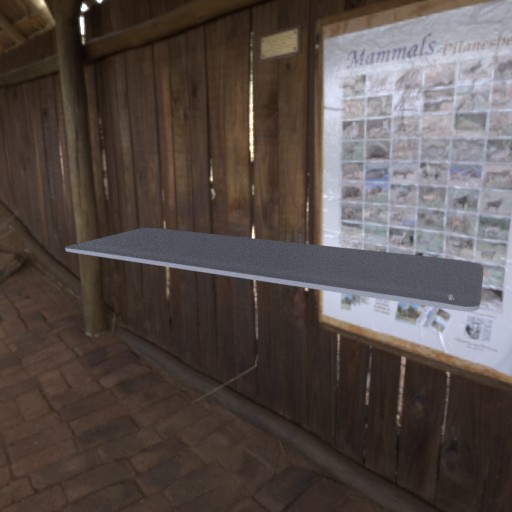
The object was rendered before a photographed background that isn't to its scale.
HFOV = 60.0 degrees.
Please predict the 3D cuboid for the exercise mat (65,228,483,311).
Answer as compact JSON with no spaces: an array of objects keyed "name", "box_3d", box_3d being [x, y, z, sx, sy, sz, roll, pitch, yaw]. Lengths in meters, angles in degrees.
[{"name":"exercise mat","box_3d":[0.000,0.000,2.055,1.884,0.021,0.616,7,16,26]}]
